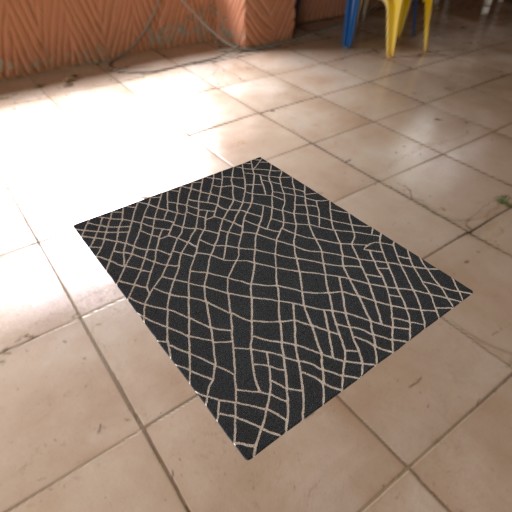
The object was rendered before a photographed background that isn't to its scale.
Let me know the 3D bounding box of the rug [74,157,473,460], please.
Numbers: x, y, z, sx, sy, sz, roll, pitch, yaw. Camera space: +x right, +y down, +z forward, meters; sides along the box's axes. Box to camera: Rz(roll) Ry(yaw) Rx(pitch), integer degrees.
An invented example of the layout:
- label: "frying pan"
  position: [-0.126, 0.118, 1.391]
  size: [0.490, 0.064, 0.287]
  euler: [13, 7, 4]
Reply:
- label: "rug"
  position: [0.000, 0.000, 4.200]
  size: [2.439, 0.022, 3.047]
  euler: [-26, 47, -27]
